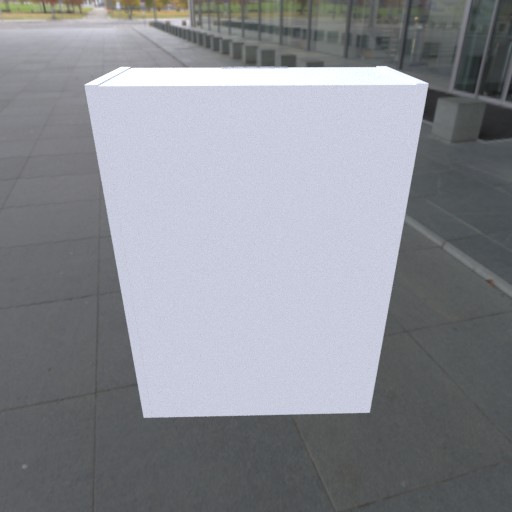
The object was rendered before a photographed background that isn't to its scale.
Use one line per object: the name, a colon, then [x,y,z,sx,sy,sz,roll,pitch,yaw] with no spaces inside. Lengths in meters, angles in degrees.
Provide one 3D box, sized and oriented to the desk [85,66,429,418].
desk: [0.000,0.000,1.554,0.850,1.190,0.390,-1,29,-1]
